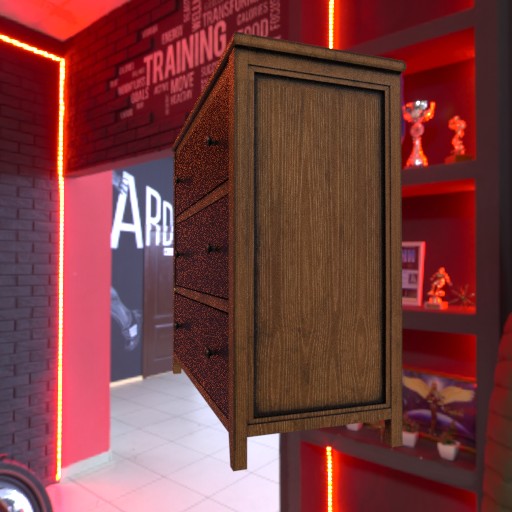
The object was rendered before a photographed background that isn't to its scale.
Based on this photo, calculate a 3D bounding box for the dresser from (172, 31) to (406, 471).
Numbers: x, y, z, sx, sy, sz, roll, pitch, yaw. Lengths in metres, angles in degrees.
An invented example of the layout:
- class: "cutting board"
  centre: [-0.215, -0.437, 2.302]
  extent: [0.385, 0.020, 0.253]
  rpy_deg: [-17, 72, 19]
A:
- class: "dresser"
  centre: [0.000, 0.000, 1.897]
  extent: [0.591, 1.224, 1.250]
  rpy_deg: [0, -1, -19]
